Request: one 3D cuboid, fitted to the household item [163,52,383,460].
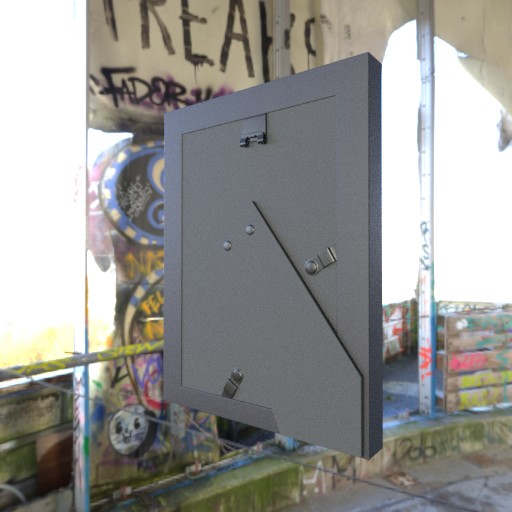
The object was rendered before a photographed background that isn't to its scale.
[{"bbox_3d":[0.000,0.000,0.238,0.133,0.178,0.022,0,-1,37],"label":"household item"}]
